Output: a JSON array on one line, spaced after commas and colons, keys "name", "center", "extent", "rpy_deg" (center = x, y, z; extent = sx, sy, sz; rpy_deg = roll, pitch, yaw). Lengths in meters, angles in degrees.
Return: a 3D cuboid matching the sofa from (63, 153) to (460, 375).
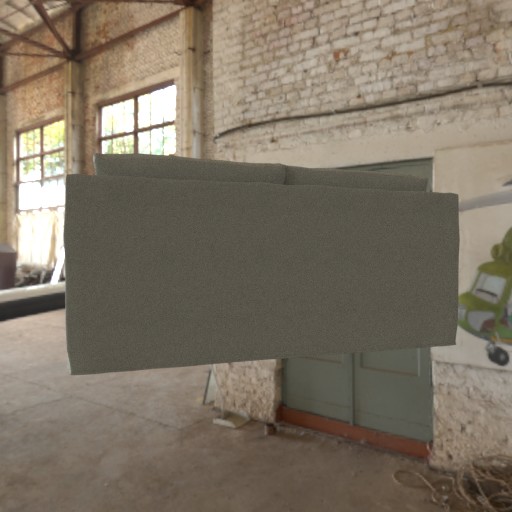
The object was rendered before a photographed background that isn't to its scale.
[{"name": "sofa", "center": [0.000, 0.000, 2.233], "extent": [1.727, 0.830, 0.944], "rpy_deg": [0, 0, -18]}]
